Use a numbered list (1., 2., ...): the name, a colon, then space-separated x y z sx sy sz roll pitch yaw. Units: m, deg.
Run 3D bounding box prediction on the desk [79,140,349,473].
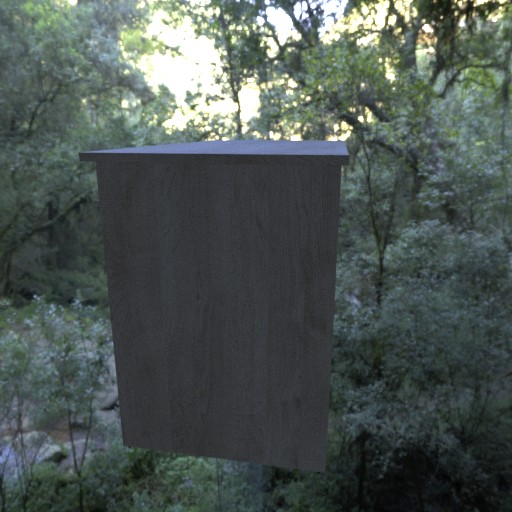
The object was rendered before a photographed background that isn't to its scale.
1. desk: 0.000 0.000 1.506 0.560 0.735 1.097 3 16 10
